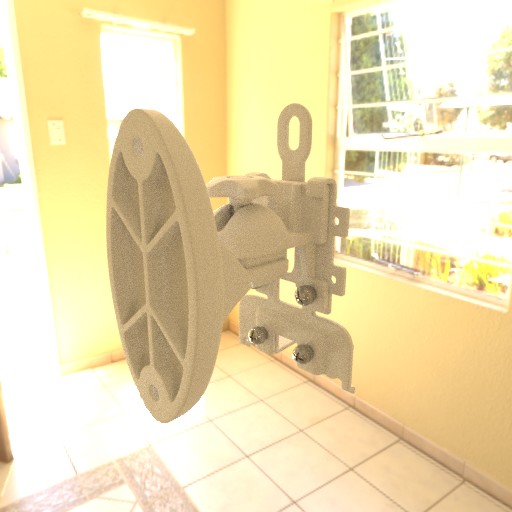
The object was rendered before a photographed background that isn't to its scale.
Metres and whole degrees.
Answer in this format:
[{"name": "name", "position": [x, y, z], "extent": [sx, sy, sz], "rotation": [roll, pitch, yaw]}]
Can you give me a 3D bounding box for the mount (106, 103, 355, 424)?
[{"name": "mount", "position": [0.000, 0.000, 0.177], "extent": [0.066, 0.118, 0.100], "rotation": [14, 21, 43]}]
